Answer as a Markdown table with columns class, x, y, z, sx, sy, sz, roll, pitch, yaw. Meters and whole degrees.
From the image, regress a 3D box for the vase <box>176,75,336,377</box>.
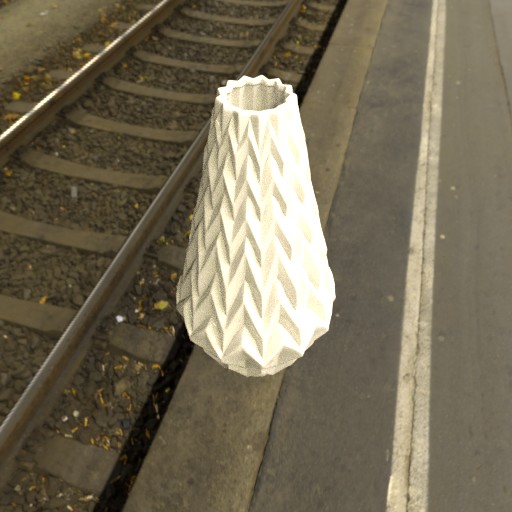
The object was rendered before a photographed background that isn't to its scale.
| class | x | y | z | sx | sy | sz | roll | pitch | yaw |
| --- | --- | --- | --- | --- | --- | --- | --- | --- | --- |
| vase | 0.000 | 0.000 | 0.422 | 0.167 | 0.328 | 0.167 | 0 | 48 | 0 |
